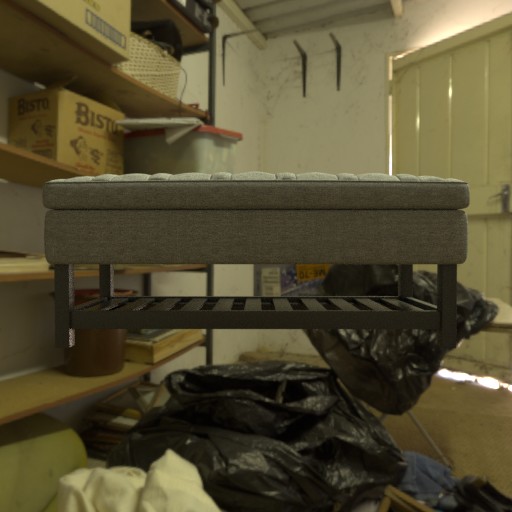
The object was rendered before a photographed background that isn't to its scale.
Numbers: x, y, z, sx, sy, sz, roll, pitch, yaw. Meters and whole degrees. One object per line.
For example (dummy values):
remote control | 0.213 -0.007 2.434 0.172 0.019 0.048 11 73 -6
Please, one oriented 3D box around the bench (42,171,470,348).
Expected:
bench | 0.000 0.000 1.321 1.100 0.470 0.429 0 1 0
